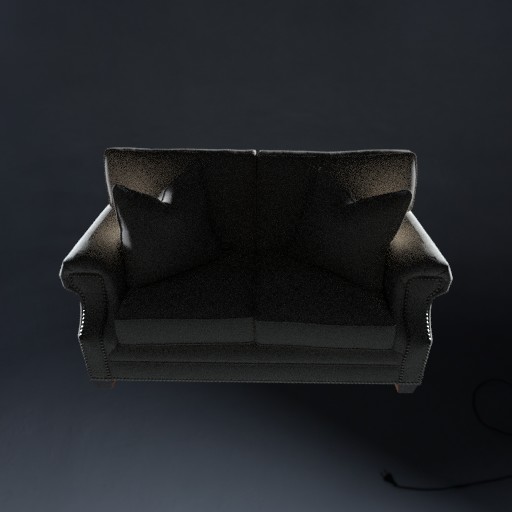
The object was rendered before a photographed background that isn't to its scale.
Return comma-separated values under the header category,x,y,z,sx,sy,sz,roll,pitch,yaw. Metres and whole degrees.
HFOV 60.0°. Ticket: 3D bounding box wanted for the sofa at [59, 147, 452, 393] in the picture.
category,x,y,z,sx,sy,sz,roll,pitch,yaw
sofa,0.000,0.000,2.248,1.701,0.966,0.966,1,28,1
